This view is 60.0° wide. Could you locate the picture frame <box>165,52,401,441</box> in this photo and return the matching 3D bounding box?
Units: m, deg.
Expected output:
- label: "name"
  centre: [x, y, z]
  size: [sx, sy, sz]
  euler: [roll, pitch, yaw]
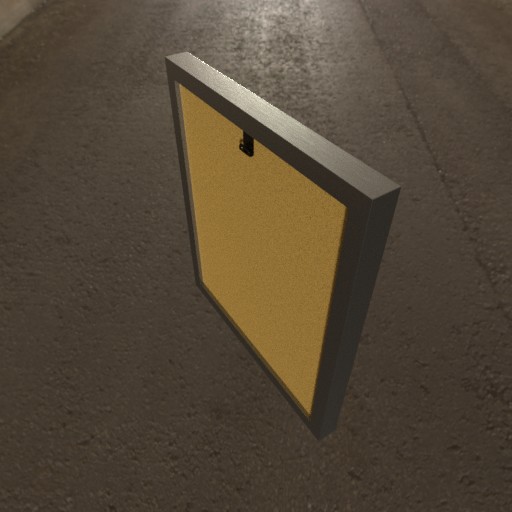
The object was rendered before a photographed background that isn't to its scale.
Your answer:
- label: "picture frame"
  centre: [0.000, 0.000, 1.376]
  size: [0.073, 0.968, 0.839]
  euler: [-25, 49, -24]
